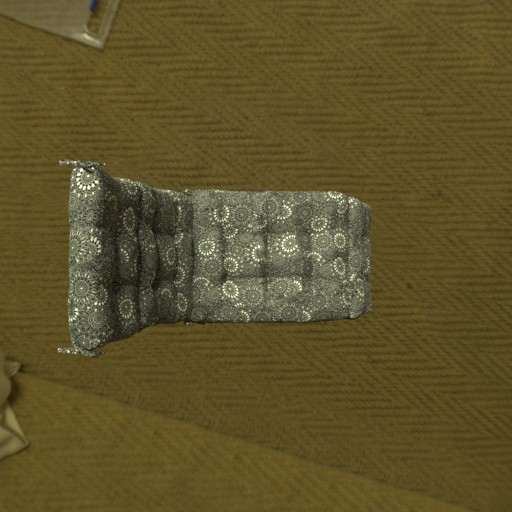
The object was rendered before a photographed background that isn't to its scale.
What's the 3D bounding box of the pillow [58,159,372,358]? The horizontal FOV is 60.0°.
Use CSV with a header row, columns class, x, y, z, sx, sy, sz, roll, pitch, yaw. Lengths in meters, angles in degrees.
class,x,y,z,sx,sy,sz,roll,pitch,yaw
pillow,0.000,0.000,1.530,1.016,0.863,0.526,0,89,-1
